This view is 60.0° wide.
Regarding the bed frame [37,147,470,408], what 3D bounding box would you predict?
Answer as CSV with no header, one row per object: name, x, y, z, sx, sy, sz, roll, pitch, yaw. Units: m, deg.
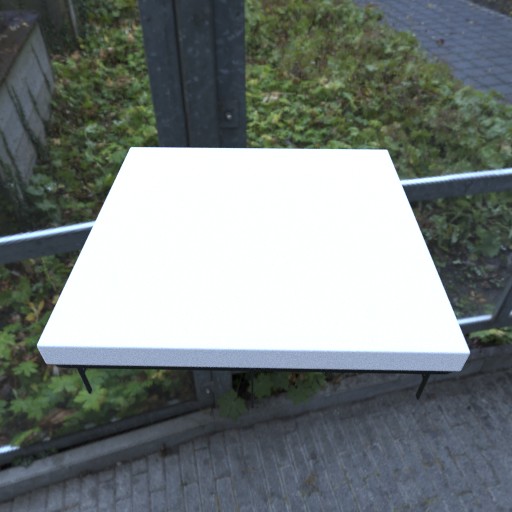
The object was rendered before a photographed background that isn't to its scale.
bed frame,0.000,0.000,2.975,2.032,0.559,1.930,1,42,1
